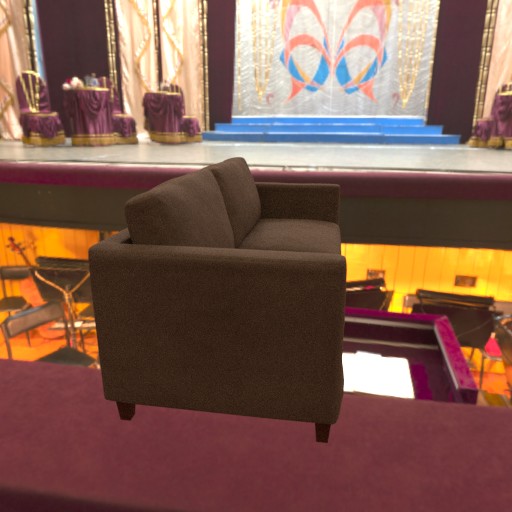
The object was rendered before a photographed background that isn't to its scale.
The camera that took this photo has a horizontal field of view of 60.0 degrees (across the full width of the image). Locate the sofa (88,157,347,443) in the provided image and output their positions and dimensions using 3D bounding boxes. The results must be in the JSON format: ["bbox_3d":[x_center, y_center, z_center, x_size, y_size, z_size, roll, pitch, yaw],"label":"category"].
[{"bbox_3d":[0.000,0.000,2.454,0.950,0.963,1.884,3,17,9],"label":"sofa"}]
